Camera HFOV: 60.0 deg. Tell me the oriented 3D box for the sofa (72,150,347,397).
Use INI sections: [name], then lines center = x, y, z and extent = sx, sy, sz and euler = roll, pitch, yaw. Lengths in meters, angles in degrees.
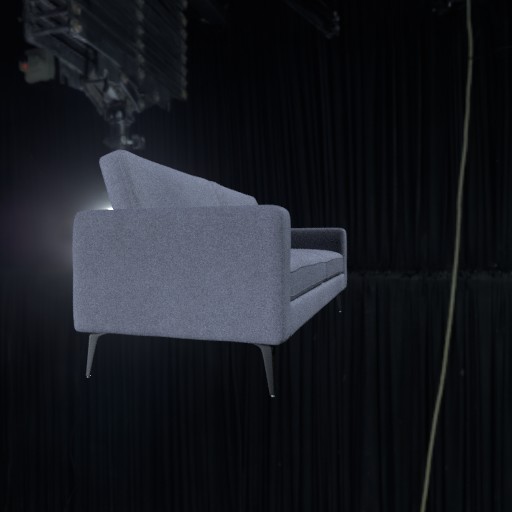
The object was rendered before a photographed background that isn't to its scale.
[sofa]
center = 0.000, 0.000, 2.357
extent = 0.774, 0.828, 1.925
euler = 0, 1, 17
